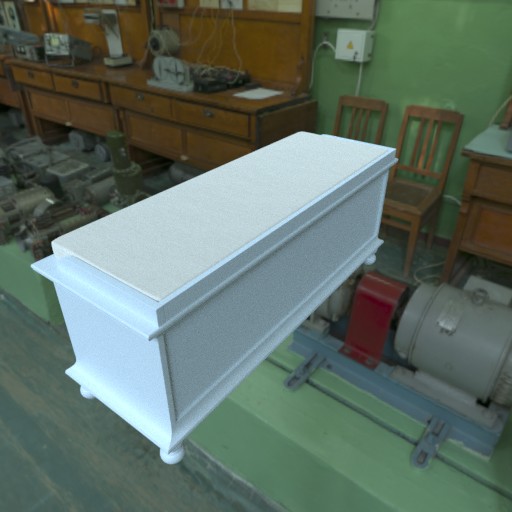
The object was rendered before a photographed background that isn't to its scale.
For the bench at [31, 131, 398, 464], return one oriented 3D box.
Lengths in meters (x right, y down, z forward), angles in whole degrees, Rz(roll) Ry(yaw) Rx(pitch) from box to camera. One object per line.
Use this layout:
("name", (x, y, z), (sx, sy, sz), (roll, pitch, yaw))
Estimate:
("bench", (0.000, 0.000, 1.418), (0.402, 0.486, 1.185), (22, 38, 31))
